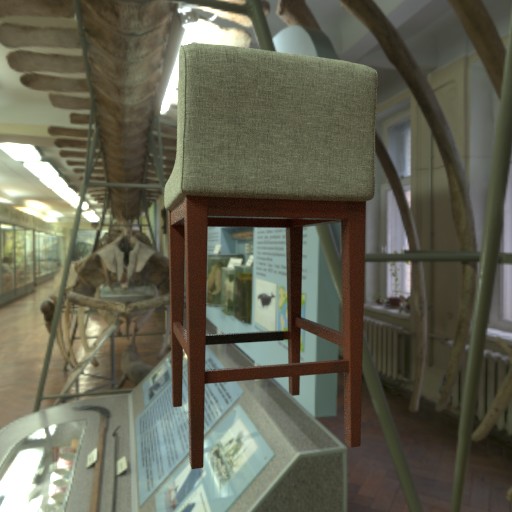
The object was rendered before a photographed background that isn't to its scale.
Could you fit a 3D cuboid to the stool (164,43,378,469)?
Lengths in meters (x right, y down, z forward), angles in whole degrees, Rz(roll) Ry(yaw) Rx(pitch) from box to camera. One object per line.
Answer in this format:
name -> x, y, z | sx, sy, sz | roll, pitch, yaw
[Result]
stool -> 0.000, 0.000, 1.097 | 0.417, 0.835, 0.459 | 0, 1, -16
